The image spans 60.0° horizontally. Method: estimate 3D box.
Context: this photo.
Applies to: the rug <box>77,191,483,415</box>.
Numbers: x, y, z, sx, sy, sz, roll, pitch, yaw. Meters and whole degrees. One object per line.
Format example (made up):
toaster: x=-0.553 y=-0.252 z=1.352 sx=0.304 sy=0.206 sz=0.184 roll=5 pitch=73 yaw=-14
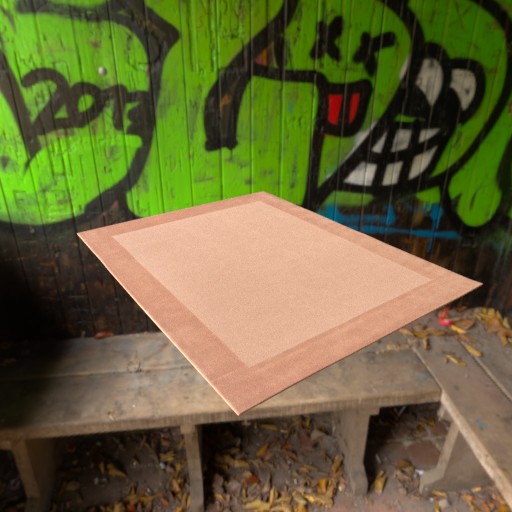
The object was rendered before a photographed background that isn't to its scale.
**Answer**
rug: x=0.000 y=0.000 z=4.143 sx=2.431 sy=0.021 sz=3.057 roll=-18 pitch=31 yaw=-31
